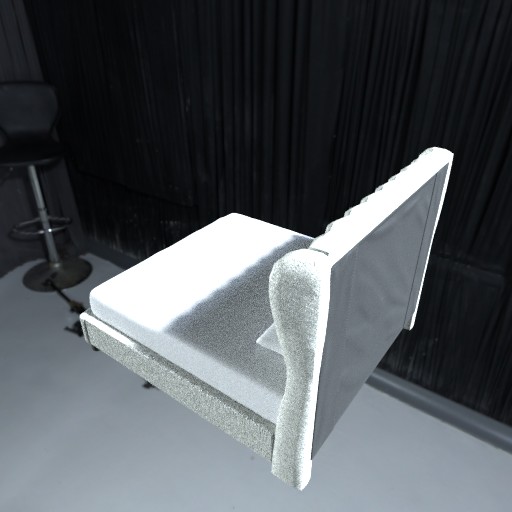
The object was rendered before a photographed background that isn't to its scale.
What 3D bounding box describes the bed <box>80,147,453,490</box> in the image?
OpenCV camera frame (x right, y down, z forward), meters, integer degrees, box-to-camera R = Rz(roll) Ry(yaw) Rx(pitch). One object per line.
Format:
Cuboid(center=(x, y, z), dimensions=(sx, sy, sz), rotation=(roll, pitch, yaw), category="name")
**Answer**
Cuboid(center=(0.000, 0.000, 3.804), dimensions=(2.347, 1.771, 2.219), rotation=(21, 36, 31), category="bed")
